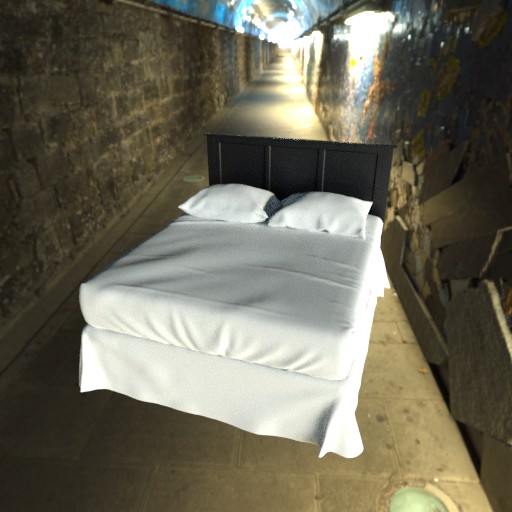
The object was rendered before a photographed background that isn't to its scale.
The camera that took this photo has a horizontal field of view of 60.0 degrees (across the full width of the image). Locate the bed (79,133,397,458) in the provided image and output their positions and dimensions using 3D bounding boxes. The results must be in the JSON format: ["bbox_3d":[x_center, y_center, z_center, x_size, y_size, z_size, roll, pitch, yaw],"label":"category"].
[{"bbox_3d":[0.000,0.000,3.143,1.870,1.270,2.050,9,27,17],"label":"bed"}]
